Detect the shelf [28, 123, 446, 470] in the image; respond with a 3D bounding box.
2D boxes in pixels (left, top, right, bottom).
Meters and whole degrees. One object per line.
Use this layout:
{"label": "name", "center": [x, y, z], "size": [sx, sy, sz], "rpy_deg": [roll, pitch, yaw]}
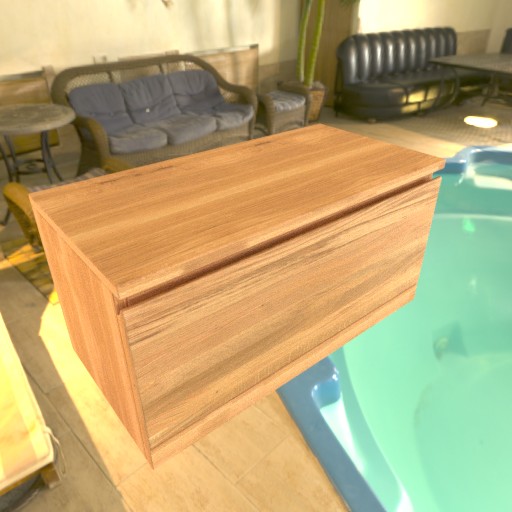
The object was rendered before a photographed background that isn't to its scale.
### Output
{"label": "shelf", "center": [0.000, 0.000, 1.035], "size": [0.800, 0.400, 0.400], "rpy_deg": [-23, 38, -33]}
